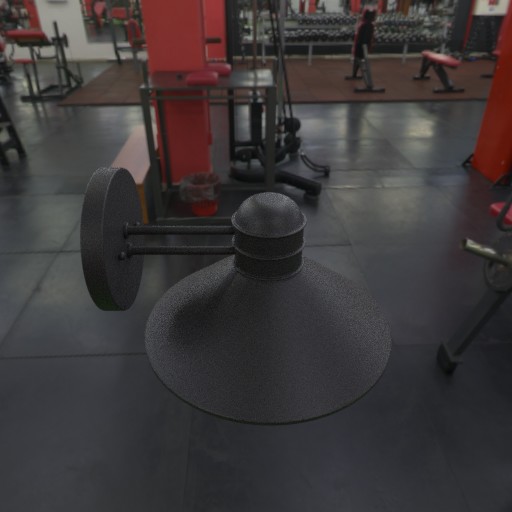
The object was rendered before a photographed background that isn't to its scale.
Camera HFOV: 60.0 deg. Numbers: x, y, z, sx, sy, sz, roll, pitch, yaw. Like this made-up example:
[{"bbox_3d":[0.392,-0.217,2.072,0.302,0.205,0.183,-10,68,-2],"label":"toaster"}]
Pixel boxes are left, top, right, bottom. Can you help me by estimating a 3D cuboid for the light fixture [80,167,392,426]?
[{"bbox_3d":[0.000,0.000,0.664,0.434,0.265,0.396,0,32,0],"label":"light fixture"}]
